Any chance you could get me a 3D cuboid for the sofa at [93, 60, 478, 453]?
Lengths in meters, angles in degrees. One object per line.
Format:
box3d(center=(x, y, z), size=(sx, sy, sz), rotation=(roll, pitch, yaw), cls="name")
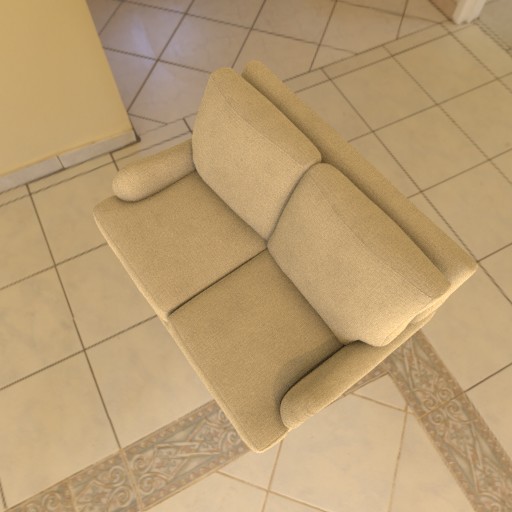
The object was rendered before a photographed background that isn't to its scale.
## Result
box3d(center=(0.000, 0.000, 2.158), size=(1.087, 0.999, 1.480), rotation=(-34, 69, -15), cls="sofa")
